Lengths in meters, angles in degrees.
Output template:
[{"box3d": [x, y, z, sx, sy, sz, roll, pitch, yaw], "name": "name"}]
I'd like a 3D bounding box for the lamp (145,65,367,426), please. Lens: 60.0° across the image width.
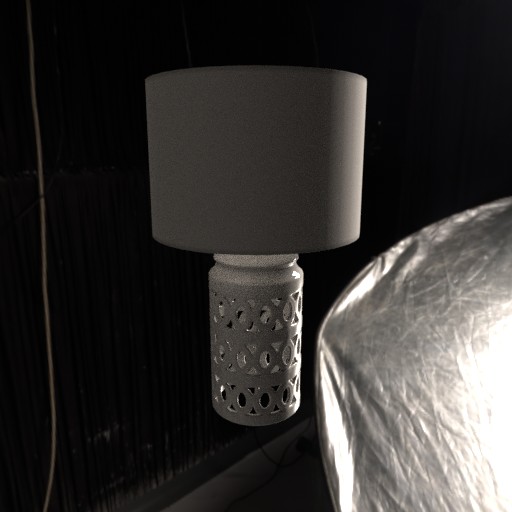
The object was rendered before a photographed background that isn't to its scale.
[{"box3d": [0.000, 0.000, 0.689, 0.310, 0.502, 0.310, 0, 14, 0], "name": "lamp"}]
